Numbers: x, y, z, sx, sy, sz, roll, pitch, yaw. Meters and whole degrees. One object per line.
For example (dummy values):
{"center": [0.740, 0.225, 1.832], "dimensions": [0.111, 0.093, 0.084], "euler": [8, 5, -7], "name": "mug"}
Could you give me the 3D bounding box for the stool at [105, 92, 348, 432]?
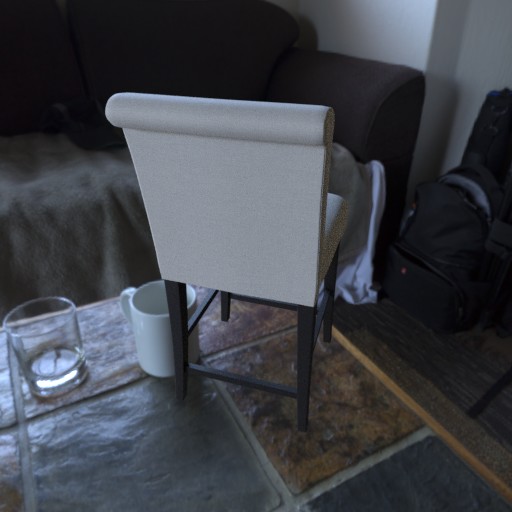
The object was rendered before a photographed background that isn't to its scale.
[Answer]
{"center": [0.000, 0.000, 1.297], "dimensions": [0.452, 0.976, 0.597], "euler": [9, 32, 15], "name": "stool"}
